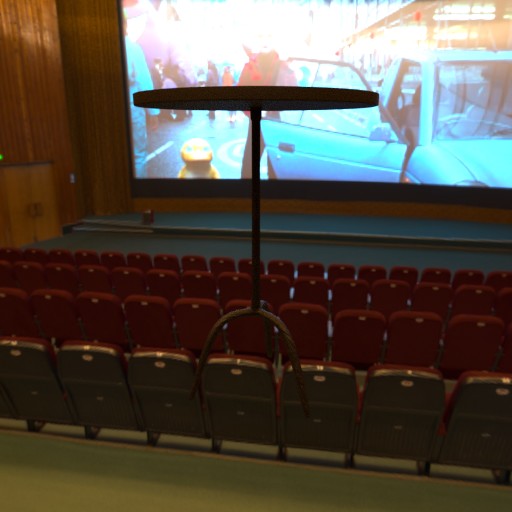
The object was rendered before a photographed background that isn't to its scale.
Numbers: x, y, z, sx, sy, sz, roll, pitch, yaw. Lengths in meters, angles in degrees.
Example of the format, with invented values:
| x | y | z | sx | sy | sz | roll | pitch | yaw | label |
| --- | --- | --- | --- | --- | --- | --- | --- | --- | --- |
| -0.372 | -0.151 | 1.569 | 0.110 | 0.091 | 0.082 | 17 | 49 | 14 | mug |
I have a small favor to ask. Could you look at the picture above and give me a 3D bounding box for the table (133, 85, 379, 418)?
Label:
| x | y | z | sx | sy | sz | roll | pitch | yaw | label |
| --- | --- | --- | --- | --- | --- | --- | --- | --- | --- |
| 0.000 | 0.000 | 1.031 | 0.502 | 0.700 | 0.502 | 2 | 16 | 8 | table |
